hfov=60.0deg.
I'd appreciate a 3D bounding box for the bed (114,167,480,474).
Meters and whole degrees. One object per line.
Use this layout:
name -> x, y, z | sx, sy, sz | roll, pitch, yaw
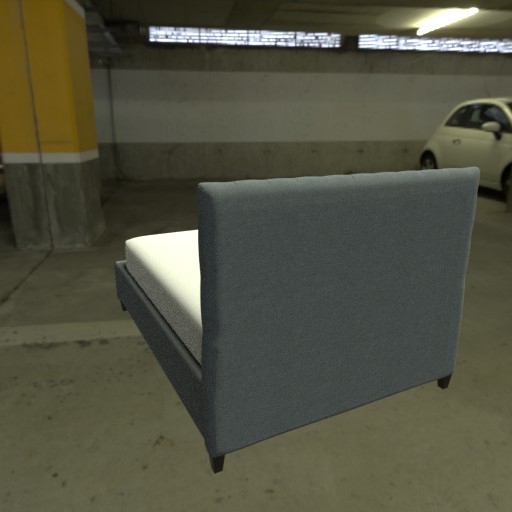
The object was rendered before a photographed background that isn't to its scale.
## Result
bed -> 0.000, 0.000, 3.299 | 1.698, 1.411, 2.335 | -8, 18, -26
